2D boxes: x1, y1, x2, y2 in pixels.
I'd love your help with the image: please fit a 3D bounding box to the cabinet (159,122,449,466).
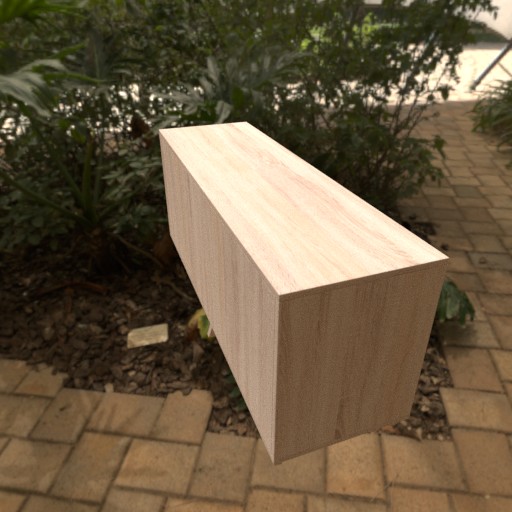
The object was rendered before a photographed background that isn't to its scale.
[{"bbox_3d":[0.000,0.000,1.985,0.500,0.780,1.650,-11,32,-18],"label":"cabinet"}]
